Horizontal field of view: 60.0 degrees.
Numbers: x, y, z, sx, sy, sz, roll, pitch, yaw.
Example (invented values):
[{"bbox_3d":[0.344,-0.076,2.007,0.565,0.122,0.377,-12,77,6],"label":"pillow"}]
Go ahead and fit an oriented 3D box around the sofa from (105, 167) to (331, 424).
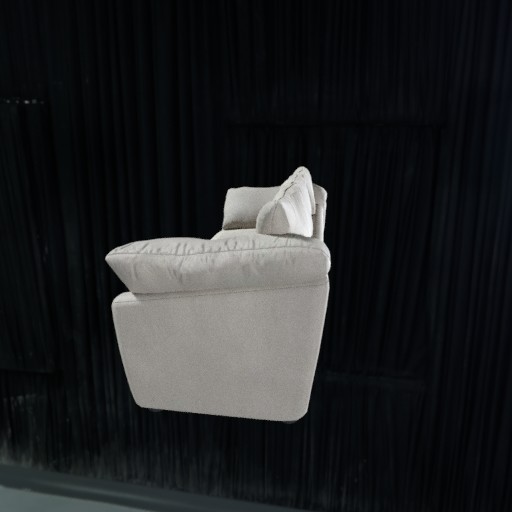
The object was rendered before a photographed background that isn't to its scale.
[{"bbox_3d":[0.000,0.000,2.802,0.878,0.996,2.334,2,15,8],"label":"sofa"}]
